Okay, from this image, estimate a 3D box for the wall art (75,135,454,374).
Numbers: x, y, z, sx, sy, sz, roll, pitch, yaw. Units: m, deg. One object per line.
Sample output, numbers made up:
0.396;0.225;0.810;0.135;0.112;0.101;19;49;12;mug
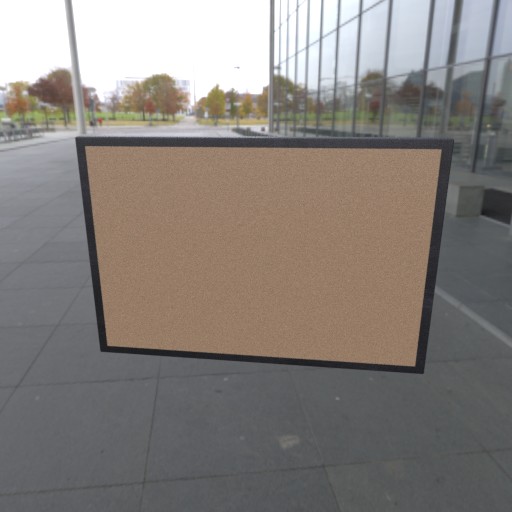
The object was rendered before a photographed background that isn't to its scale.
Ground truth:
0.000;0.000;0.786;0.610;0.409;0.038;2;18;7;wall art
